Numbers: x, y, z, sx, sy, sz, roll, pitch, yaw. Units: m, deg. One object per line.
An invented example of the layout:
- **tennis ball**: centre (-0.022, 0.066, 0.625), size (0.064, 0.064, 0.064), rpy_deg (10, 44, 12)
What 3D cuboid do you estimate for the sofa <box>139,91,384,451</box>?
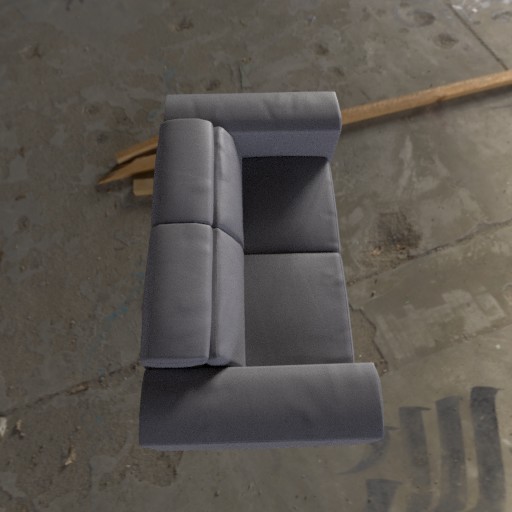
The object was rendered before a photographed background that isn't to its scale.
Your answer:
- **sofa**: centre (0.000, 0.000, 2.363), size (1.003, 0.779, 1.895), rpy_deg (-1, 64, -1)
